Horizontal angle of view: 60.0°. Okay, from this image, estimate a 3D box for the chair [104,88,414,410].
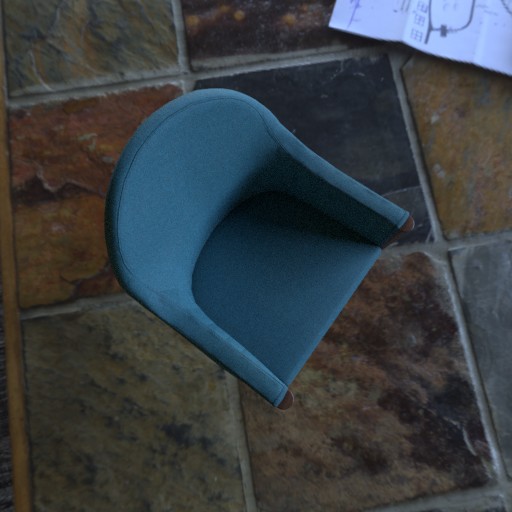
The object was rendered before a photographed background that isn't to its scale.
[{"bbox_3d":[0.000,0.000,1.377,0.652,0.907,0.656,36,79,8],"label":"chair"}]
